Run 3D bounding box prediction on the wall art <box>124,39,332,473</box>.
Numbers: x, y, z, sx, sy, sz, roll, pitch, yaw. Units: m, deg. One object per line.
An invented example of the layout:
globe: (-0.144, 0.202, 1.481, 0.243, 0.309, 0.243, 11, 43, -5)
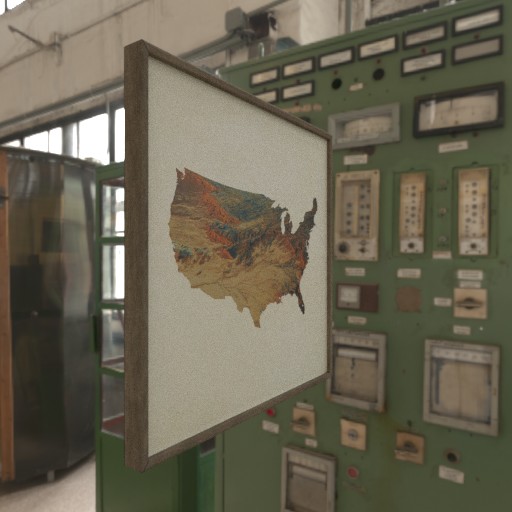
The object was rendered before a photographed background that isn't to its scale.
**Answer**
wall art: (0.000, 0.000, 1.084, 0.050, 0.751, 0.749, 0, 0, 35)
